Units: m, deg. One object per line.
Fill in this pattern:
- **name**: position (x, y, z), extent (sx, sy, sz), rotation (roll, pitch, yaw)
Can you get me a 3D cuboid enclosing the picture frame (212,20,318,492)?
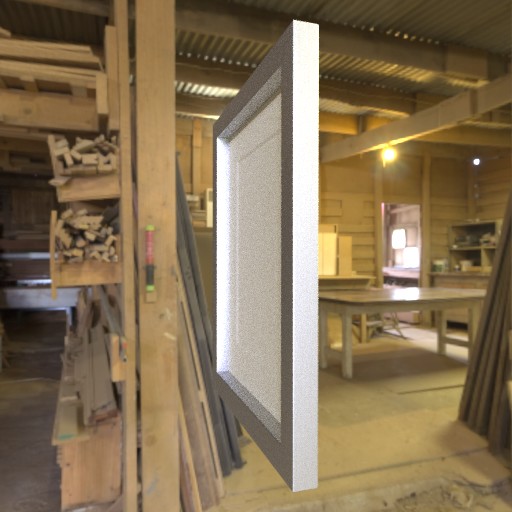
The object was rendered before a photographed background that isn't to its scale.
- **picture frame**: position (0.000, 0.000, 0.514), extent (0.036, 0.386, 0.307), rotation (0, 0, -18)
